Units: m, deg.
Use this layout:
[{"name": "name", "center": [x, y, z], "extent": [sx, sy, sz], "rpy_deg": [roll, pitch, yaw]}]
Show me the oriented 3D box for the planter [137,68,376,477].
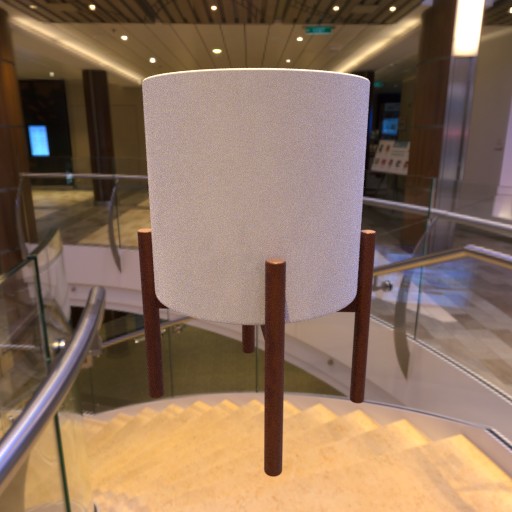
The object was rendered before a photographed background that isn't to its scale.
[{"name": "planter", "center": [0.000, 0.000, 0.923], "extent": [0.417, 0.670, 0.417], "rpy_deg": [14, 20, 41]}]
